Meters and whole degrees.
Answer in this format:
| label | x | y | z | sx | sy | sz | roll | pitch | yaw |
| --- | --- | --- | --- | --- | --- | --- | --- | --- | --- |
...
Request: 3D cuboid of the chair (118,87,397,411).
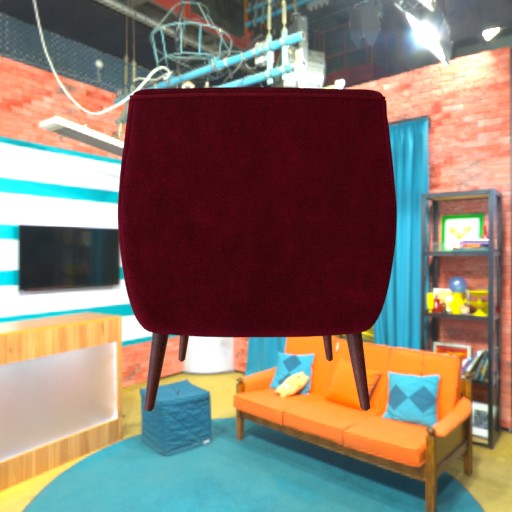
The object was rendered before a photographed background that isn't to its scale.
| label | x | y | z | sx | sy | sz | roll | pitch | yaw |
| --- | --- | --- | --- | --- | --- | --- | --- | --- | --- |
| chair | 0.000 | 0.000 | 1.439 | 0.762 | 0.838 | 0.787 | 0 | 0 | 0 |
